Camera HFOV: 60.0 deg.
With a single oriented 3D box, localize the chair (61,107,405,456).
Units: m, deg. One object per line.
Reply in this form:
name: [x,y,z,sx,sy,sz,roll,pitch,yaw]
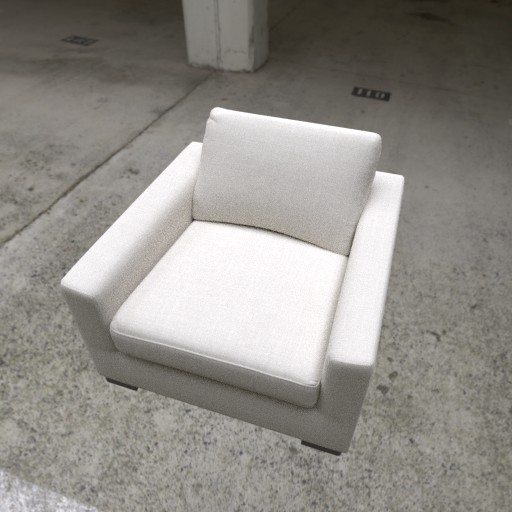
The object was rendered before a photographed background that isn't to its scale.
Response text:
chair: [0.000,0.000,1.861,1.070,0.876,1.100,13,43,14]
